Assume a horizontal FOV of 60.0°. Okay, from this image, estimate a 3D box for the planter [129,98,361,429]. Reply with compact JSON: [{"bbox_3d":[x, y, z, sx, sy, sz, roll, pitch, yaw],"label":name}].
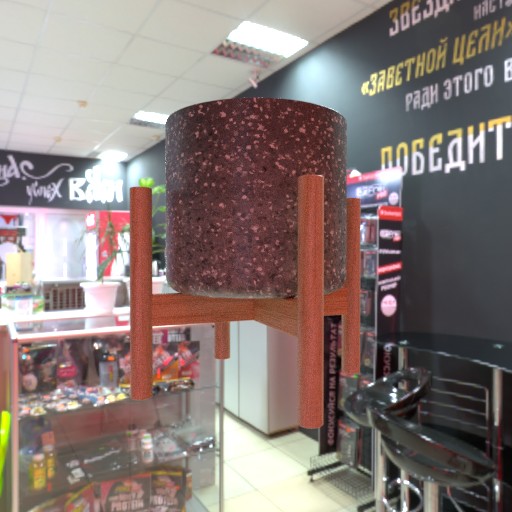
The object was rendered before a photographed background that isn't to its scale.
[{"bbox_3d":[0.000,0.000,0.556,0.284,0.320,0.284,0,1,1],"label":"planter"}]
